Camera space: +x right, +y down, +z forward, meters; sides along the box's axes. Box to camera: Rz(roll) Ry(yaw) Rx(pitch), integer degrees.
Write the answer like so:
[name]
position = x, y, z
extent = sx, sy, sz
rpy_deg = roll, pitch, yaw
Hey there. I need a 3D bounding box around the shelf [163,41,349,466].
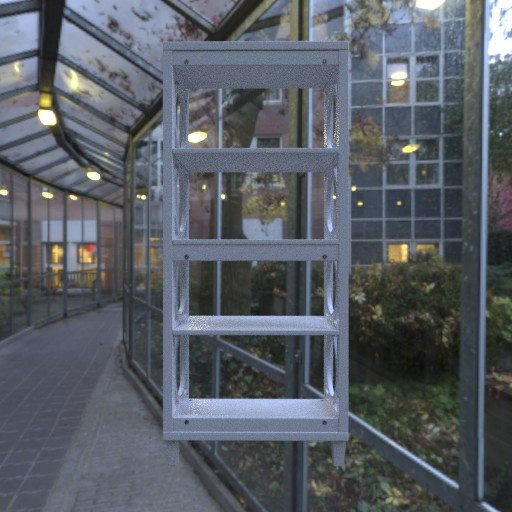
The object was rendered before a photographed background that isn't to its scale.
[shelf]
position = 0.000, 0.000, 1.625
extent = 0.611, 1.411, 0.340
rpy_deg = 0, 0, 0
